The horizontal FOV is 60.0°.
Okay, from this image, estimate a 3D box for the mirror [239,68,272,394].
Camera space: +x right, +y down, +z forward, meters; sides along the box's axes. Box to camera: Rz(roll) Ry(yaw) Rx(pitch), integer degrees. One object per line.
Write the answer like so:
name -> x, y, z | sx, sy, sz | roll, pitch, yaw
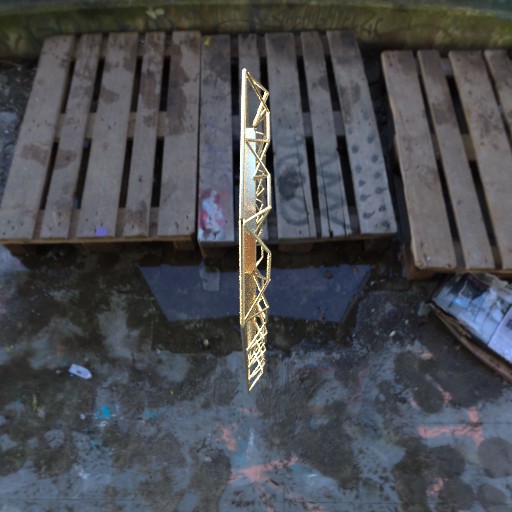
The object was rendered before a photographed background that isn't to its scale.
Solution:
mirror -> 0.000, 0.000, 1.116 | 0.051, 0.870, 0.572 | 0, 64, 0
